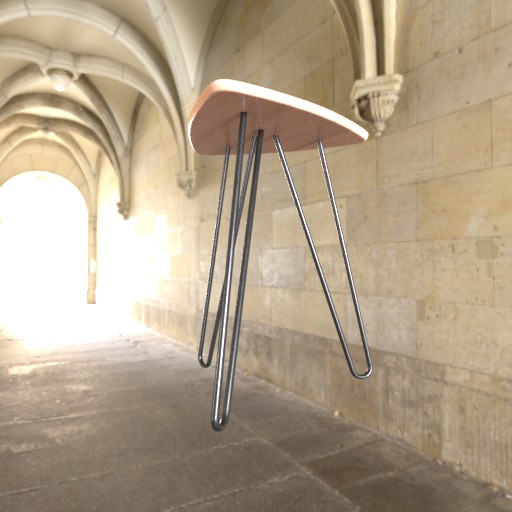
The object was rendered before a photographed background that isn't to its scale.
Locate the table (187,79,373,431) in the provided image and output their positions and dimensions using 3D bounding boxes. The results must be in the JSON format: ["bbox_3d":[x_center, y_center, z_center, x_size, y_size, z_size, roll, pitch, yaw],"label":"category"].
[{"bbox_3d":[0.000,0.000,0.903,0.442,0.564,0.455,0,-1,17],"label":"table"}]
